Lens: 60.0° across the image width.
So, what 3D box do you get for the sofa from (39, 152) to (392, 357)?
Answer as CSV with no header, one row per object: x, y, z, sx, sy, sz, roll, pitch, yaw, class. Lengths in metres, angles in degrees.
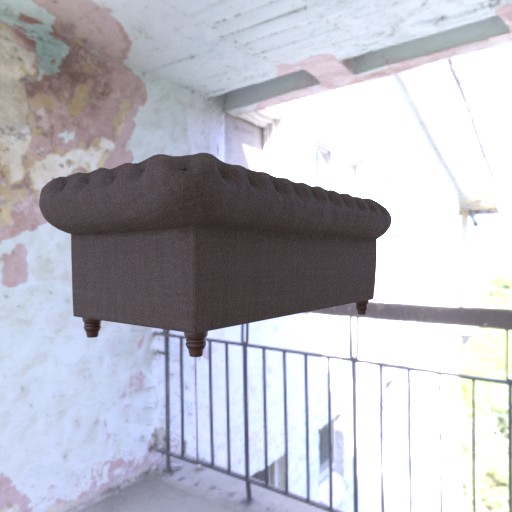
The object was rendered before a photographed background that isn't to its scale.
0.000,0.000,2.524,0.944,0.780,2.048,0,0,37,sofa
